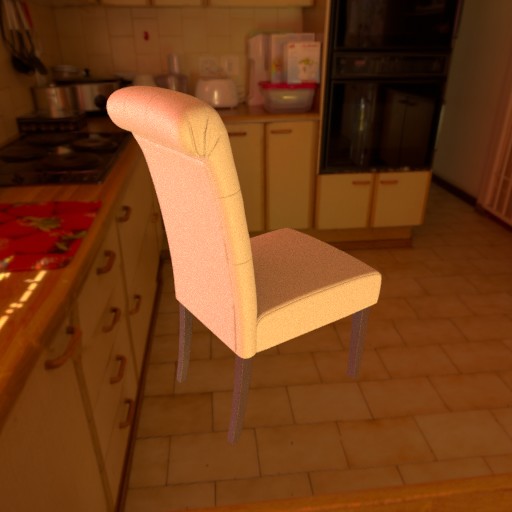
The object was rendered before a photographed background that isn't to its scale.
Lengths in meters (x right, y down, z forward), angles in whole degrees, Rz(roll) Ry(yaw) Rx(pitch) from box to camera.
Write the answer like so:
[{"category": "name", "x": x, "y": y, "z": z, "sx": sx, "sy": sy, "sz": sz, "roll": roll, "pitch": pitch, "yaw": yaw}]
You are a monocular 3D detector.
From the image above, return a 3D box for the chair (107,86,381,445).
[{"category": "chair", "x": 0.000, "y": 0.000, "z": 1.368, "sx": 0.671, "sy": 1.006, "sz": 0.456, "roll": -18, "pitch": 32, "yaw": -32}]
